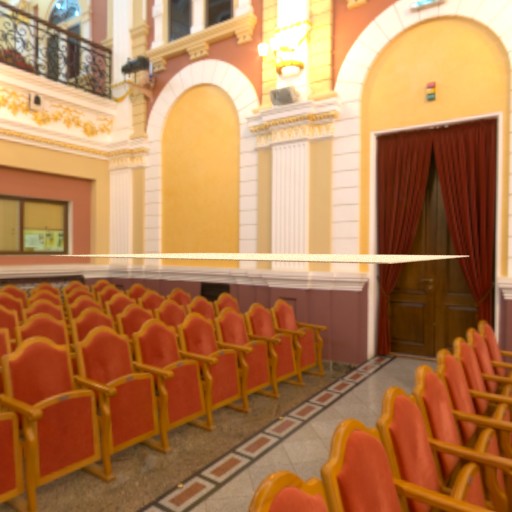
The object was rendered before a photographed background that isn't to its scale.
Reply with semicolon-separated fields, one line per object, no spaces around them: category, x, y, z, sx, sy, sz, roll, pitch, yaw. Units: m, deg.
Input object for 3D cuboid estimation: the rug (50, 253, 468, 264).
rug;0.000;0.000;2.894;2.289;0.006;1.523;1;1;36
